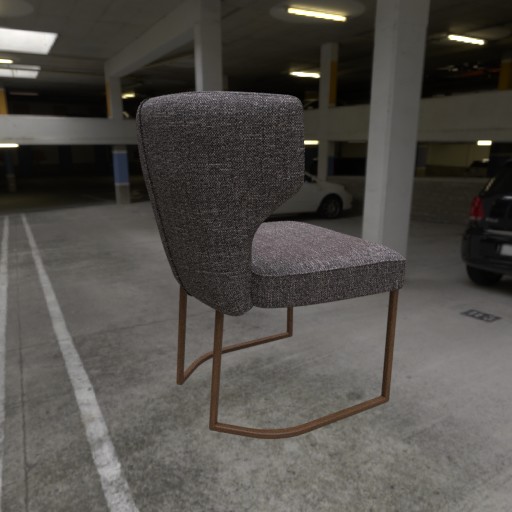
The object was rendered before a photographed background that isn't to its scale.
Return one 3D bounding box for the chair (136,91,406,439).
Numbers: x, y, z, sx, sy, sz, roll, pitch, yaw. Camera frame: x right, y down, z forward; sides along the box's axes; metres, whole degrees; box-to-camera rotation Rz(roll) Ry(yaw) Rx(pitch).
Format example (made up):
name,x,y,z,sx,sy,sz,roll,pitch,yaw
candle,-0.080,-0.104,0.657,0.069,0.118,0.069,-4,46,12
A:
name,x,y,z,sx,sy,sz,roll,pitch,yaw
chair,0.000,0.000,1.247,0.617,0.824,0.611,-8,17,-28
